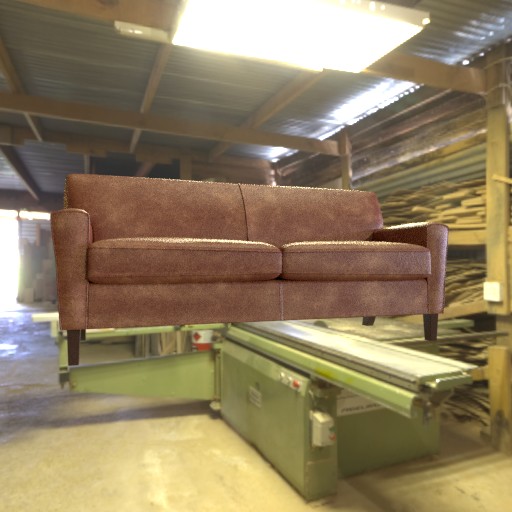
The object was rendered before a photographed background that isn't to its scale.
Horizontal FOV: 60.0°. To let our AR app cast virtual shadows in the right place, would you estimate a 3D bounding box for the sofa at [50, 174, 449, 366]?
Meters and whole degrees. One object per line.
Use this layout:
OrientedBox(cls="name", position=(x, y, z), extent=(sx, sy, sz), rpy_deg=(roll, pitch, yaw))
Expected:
OrientedBox(cls="sofa", position=(0.000, 0.000, 2.500), extent=(2.053, 0.947, 0.805), rpy_deg=(0, -1, -19))
